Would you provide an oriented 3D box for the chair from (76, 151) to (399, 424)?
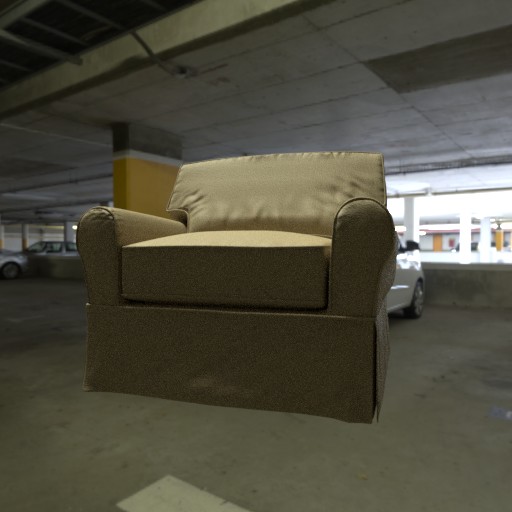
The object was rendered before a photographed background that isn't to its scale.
[{"bbox_3d":[0.000,0.000,1.786,1.096,0.937,0.903,0,1,18],"label":"chair"}]
